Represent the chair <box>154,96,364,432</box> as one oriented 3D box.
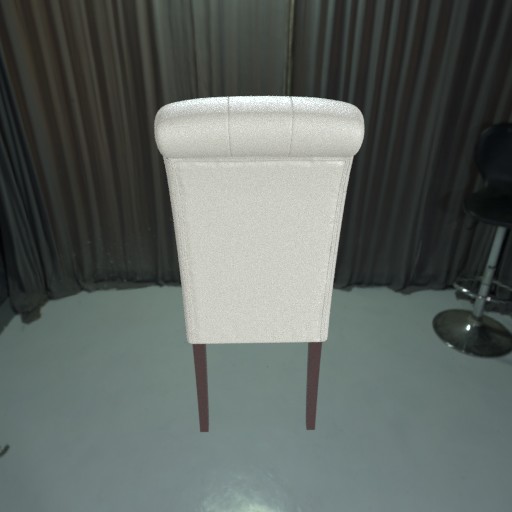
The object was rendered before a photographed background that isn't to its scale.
[{"bbox_3d":[0.000,0.000,1.348,0.456,1.006,0.671,-1,28,-1],"label":"chair"}]
